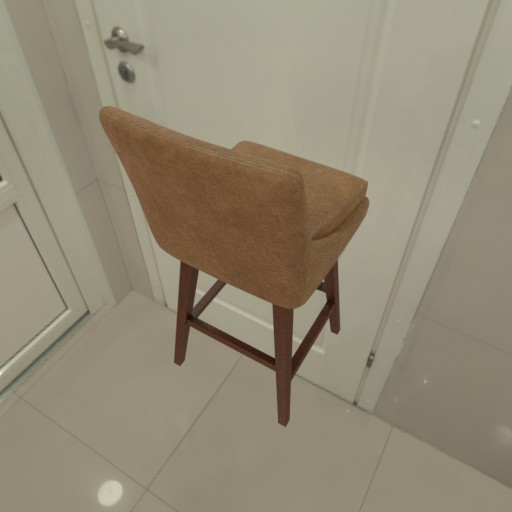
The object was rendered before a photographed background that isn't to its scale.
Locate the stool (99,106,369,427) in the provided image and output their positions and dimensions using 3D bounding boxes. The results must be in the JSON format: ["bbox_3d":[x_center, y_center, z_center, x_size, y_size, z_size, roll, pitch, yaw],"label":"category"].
[{"bbox_3d":[0.000,0.000,1.352,0.487,1.079,0.572,23,51,21],"label":"stool"}]
